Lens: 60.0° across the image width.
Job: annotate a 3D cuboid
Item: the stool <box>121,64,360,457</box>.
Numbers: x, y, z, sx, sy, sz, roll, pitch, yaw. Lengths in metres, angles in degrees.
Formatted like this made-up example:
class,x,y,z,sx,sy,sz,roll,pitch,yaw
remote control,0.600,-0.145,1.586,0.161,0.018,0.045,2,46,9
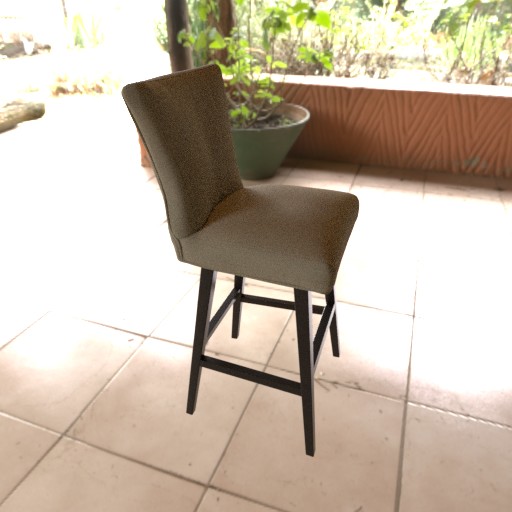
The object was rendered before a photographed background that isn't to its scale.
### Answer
class,x,y,z,sx,sy,sz,roll,pitch,yaw
stool,0.000,0.000,1.425,0.574,1.086,0.514,9,30,16
